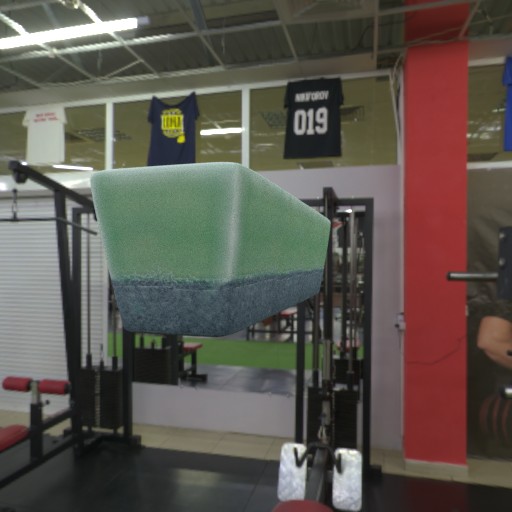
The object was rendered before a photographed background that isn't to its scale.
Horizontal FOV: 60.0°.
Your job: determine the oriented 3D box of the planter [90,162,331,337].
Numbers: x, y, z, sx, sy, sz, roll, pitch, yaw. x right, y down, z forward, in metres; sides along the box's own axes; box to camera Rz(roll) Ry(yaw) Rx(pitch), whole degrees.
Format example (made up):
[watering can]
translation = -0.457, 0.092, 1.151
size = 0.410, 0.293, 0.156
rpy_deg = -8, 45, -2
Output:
[planter]
translation = 0.000, 0.000, 0.309
size = 0.072, 0.072, 0.275
rpy_deg = 0, 0, 17
